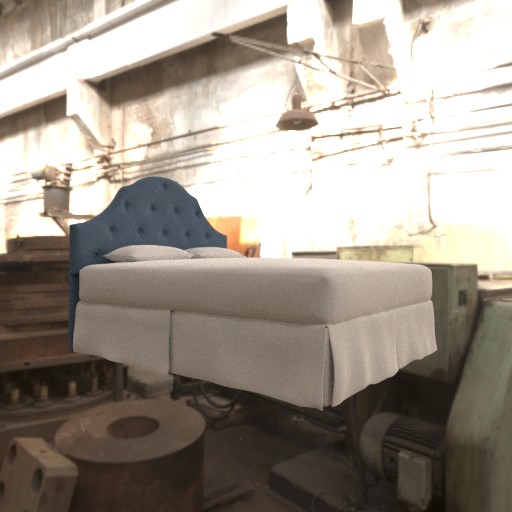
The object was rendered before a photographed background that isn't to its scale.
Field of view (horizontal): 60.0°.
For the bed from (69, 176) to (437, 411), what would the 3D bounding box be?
[{"bbox_3d":[0.000,0.000,3.763,2.477,1.617,2.039,0,-1,37],"label":"bed"}]
